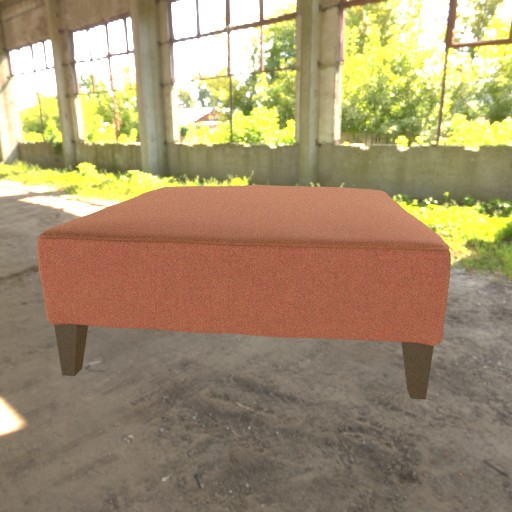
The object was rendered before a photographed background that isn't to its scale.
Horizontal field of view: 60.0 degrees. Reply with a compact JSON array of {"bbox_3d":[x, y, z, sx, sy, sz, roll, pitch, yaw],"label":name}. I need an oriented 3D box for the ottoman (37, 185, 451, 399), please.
[{"bbox_3d":[0.000,0.000,1.531,0.999,0.438,0.997,2,16,7],"label":"ottoman"}]
